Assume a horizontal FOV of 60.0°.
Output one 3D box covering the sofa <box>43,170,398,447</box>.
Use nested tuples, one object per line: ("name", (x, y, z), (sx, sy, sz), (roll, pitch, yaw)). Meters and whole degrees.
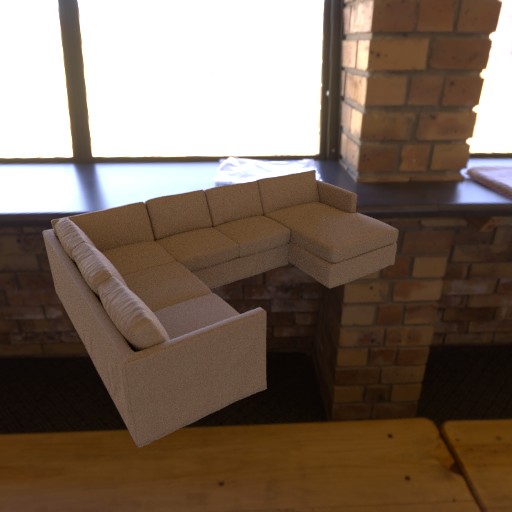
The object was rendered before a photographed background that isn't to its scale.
("sofa", (0.000, 0.000, 4.429), (3.460, 0.882, 2.427), (-16, 30, -30))
